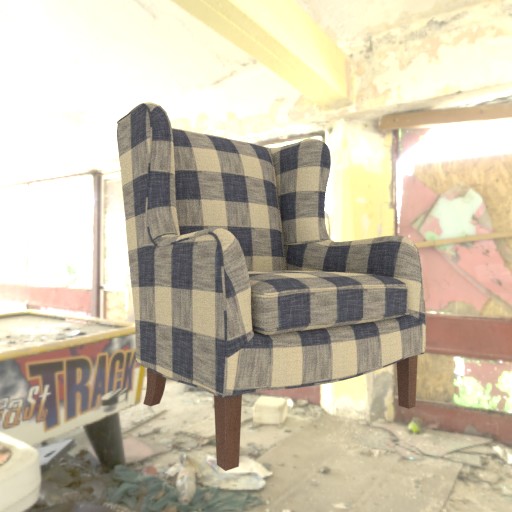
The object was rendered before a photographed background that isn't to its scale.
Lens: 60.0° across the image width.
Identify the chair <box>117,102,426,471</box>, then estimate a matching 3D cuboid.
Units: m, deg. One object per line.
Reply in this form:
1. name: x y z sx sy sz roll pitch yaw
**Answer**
1. chair: 0.000 0.000 1.624 0.830 1.041 0.889 0 0 -37
